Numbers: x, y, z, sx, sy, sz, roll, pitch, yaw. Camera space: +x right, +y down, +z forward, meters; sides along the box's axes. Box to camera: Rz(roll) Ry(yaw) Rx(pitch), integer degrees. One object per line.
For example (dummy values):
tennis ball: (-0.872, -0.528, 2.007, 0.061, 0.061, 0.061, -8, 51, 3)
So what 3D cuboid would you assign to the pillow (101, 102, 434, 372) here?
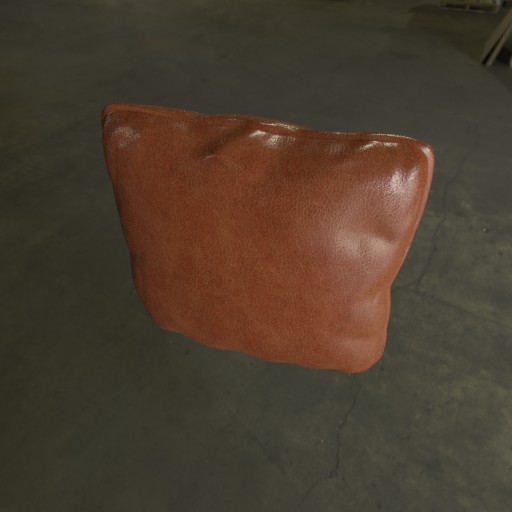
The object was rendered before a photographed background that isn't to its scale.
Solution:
pillow: (0.000, 0.000, 0.817, 0.532, 0.523, 0.236, 11, 42, 12)
